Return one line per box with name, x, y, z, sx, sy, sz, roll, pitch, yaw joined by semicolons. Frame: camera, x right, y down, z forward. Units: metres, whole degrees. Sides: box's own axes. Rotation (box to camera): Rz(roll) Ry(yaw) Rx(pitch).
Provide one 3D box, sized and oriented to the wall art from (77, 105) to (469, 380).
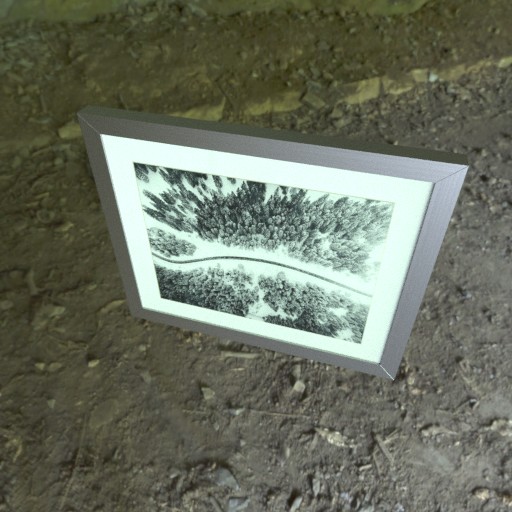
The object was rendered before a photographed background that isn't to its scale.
wall art;0.000;0.000;0.767;0.557;0.456;0.032;11;42;13
